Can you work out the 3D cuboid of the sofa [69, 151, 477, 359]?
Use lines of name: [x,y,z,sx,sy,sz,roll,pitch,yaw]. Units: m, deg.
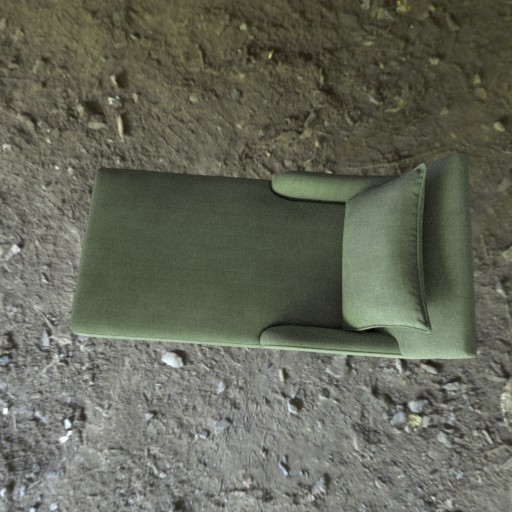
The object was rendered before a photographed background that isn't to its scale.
sofa: [0.000,0.000,2.203,1.779,0.859,0.894,4,76,1]
